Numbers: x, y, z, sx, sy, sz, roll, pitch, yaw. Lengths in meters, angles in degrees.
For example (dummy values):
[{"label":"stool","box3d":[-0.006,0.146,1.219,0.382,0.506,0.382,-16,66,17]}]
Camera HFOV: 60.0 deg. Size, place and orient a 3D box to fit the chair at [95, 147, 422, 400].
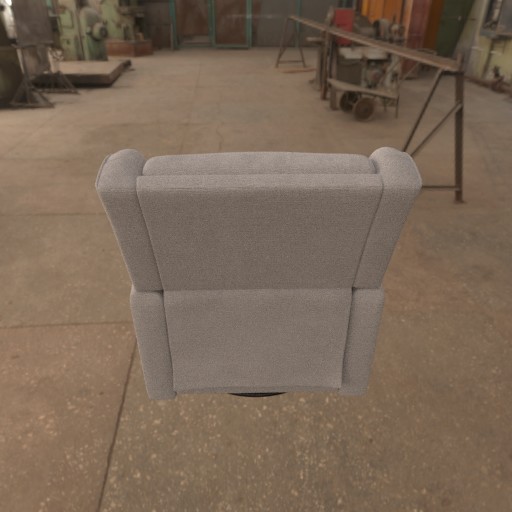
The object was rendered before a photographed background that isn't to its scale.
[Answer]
[{"label":"chair","box3d":[0.000,0.000,1.637,0.906,0.966,0.854,-1,31,-1]}]
